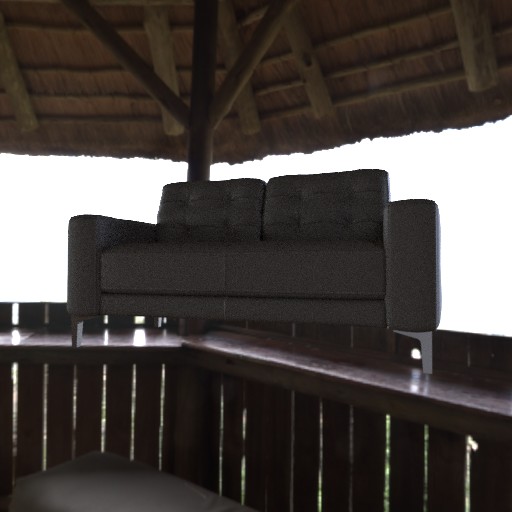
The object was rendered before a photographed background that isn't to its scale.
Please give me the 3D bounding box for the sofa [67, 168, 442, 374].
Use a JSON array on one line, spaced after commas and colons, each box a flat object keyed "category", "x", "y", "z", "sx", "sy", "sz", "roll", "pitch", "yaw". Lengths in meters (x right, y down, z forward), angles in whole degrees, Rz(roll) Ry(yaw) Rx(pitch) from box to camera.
[{"category": "sofa", "x": 0.000, "y": 0.000, "z": 2.274, "sx": 1.726, "sy": 0.892, "sz": 0.833, "roll": 0, "pitch": -1, "yaw": 19}]
